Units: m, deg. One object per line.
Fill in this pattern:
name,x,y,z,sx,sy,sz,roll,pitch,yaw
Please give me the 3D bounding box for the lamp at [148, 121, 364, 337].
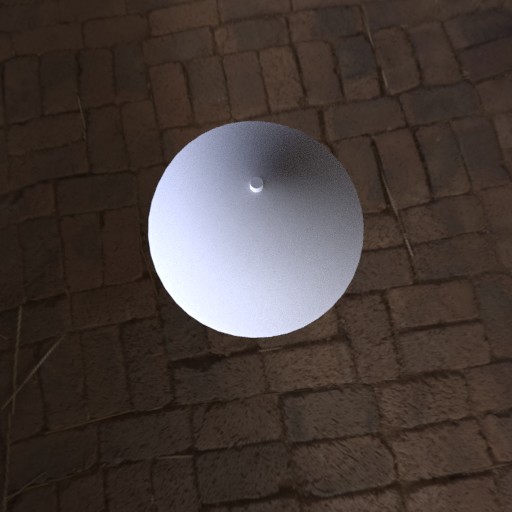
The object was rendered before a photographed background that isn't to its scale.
lamp,0.000,0.000,0.431,0.171,0.330,0.171,0,74,0
